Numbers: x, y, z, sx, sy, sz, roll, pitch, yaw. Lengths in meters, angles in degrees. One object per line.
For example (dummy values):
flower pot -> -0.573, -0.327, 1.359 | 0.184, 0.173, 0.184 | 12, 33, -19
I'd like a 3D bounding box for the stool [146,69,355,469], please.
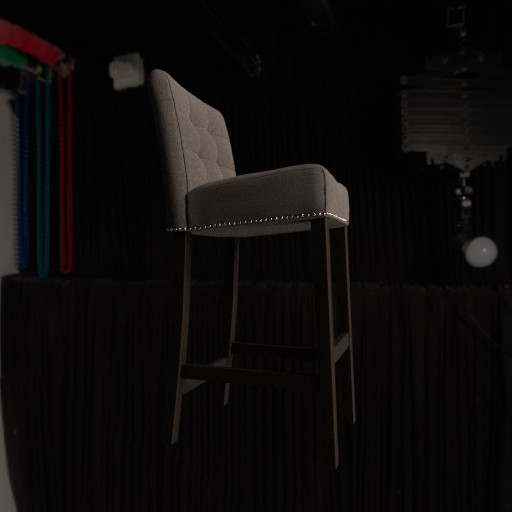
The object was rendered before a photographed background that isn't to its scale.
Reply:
stool -> 0.000, 0.000, 1.341 | 0.548, 1.047, 0.411 | 0, 0, 20
